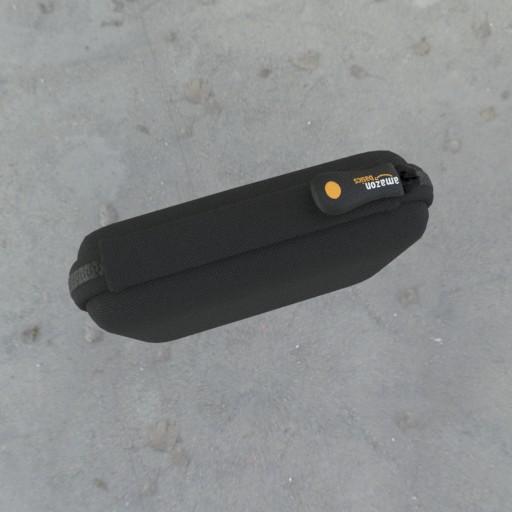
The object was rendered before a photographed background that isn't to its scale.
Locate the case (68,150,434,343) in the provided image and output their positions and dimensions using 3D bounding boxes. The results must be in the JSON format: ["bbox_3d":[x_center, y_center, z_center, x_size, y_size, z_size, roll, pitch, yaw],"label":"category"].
[{"bbox_3d":[0.000,0.000,0.179,0.132,0.105,0.038,-17,76,-4],"label":"case"}]
